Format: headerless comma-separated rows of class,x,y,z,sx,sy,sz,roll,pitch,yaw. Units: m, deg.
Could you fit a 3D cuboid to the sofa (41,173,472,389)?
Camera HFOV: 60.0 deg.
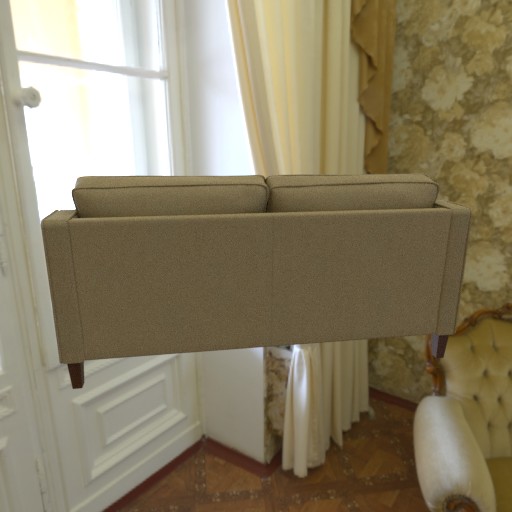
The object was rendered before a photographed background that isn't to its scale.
sofa,0.000,0.000,2.791,2.178,1.071,1.066,-2,16,-9
